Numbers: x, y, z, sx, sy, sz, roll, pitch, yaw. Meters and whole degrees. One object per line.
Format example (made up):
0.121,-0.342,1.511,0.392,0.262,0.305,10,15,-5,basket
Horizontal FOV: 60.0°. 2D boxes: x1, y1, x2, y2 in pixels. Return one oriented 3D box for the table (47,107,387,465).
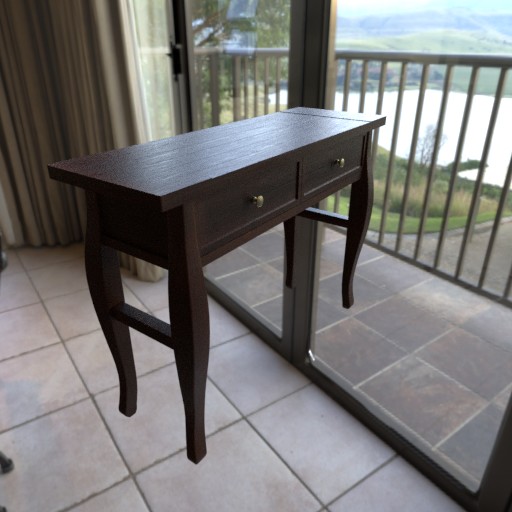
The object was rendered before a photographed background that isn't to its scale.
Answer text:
0.000,0.000,1.426,0.373,0.768,1.062,18,32,32,table
